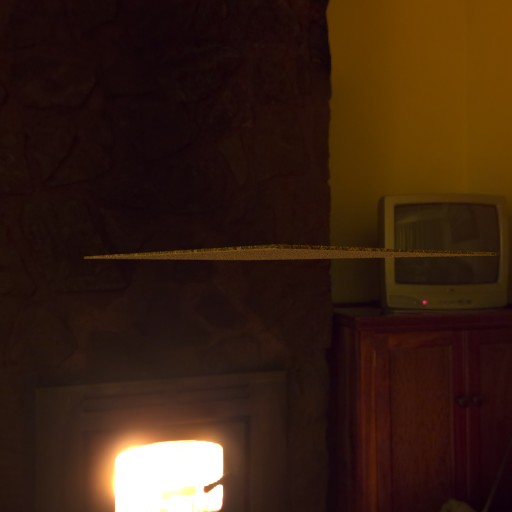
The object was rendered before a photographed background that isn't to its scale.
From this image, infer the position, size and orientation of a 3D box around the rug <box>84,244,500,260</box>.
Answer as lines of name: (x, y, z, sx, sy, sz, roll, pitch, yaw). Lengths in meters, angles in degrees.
rug: (0.000, 0.000, 2.217, 1.189, 0.011, 1.808, 1, -2, -36)
